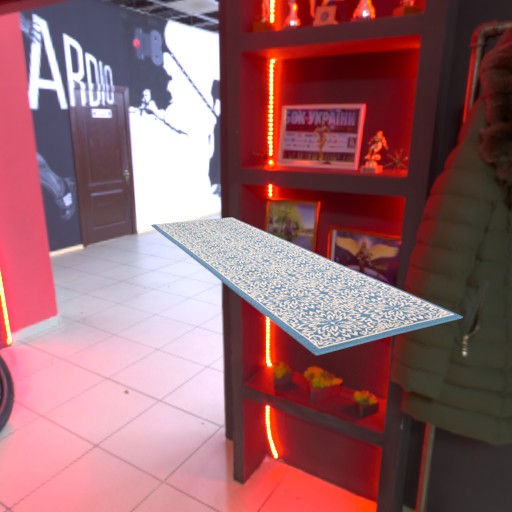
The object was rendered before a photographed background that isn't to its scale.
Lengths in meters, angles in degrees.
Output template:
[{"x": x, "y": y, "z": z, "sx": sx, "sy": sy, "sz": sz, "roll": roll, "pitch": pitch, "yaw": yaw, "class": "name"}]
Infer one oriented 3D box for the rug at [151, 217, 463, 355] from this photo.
[{"x": 0.000, "y": 0.000, "z": 2.476, "sx": 0.662, "sy": 0.011, "sz": 2.196, "roll": -8, "pitch": 18, "yaw": -25, "class": "rug"}]
